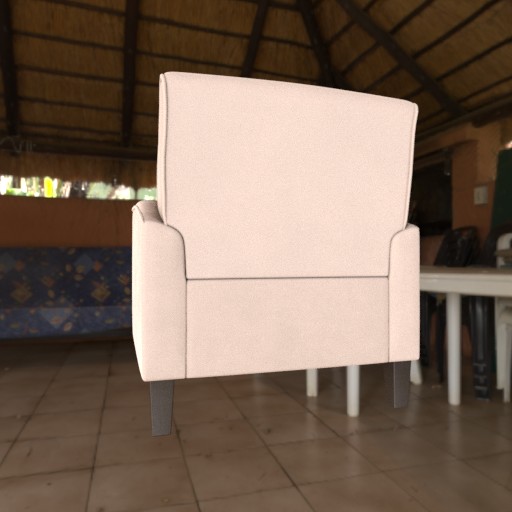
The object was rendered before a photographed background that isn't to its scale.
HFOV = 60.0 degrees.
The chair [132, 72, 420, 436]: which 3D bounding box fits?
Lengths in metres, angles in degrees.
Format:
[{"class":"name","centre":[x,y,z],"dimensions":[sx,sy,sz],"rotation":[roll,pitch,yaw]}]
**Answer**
[{"class":"chair","centre":[0.000,0.000,1.545],"dimensions":[0.820,0.915,0.820],"rotation":[0,0,-17]}]
